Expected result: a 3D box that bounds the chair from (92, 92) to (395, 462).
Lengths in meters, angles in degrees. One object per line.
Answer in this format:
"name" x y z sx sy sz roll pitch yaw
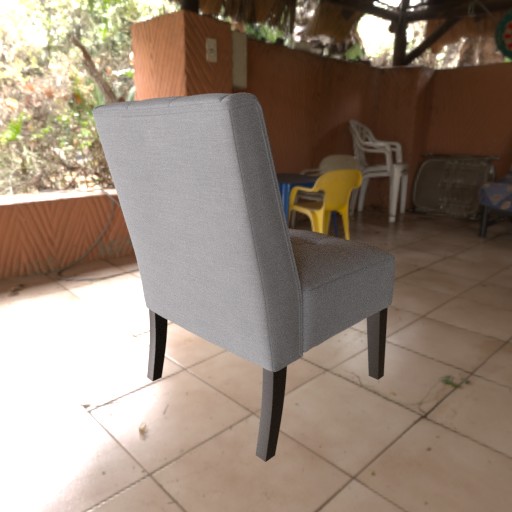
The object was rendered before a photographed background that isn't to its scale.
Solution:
"chair" 0.000 0.000 1.304 0.676 0.853 0.569 -15 22 -43
